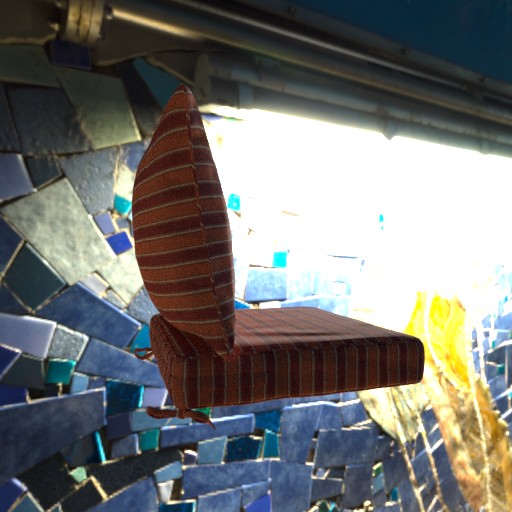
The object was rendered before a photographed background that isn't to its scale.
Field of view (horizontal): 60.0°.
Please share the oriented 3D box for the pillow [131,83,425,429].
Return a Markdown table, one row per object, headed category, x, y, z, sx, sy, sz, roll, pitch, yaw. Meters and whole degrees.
| category | x | y | z | sx | sy | sz | roll | pitch | yaw |
| --- | --- | --- | --- | --- | --- | --- | --- | --- | --- |
| pillow | 0.000 | 0.000 | 1.358 | 0.733 | 0.723 | 0.799 | 0 | 1 | -18 |
